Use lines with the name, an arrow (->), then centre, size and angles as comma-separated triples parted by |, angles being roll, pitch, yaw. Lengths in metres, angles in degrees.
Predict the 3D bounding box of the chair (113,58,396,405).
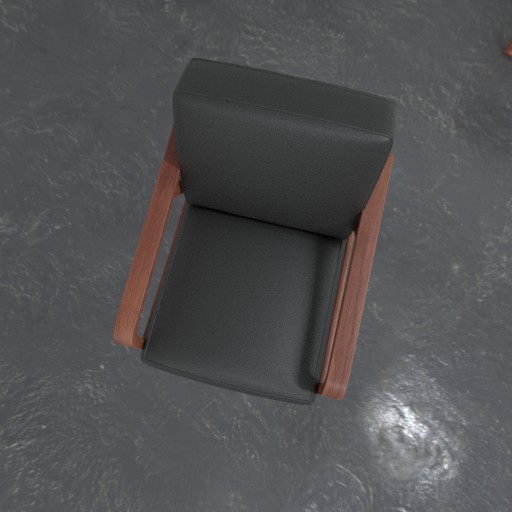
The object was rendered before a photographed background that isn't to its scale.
chair -> 0.000, 0.000, 1.491 | 0.719, 0.861, 0.889 | 13, 76, 3
